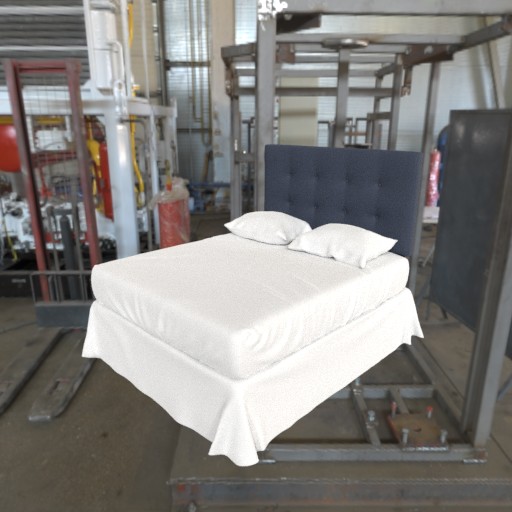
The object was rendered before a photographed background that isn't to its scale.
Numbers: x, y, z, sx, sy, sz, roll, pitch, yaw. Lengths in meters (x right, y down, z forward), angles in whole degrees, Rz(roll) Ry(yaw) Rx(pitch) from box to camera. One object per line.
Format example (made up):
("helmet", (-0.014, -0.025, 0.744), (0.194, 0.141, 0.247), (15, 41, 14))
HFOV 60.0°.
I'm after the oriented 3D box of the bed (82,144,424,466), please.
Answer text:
("bed", (0.000, 0.000, 3.476), (1.936, 1.577, 2.222), (16, 23, 42))
